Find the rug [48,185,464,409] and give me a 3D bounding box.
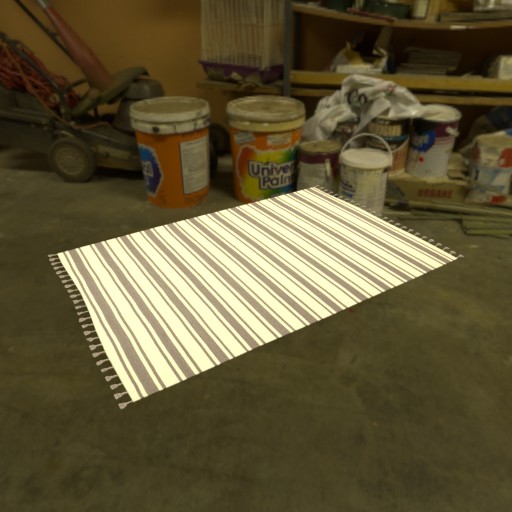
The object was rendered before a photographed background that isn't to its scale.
[{"bbox_3d":[0.000,0.000,3.050,2.425,0.014,1.563,-18,35,-28],"label":"rug"}]
